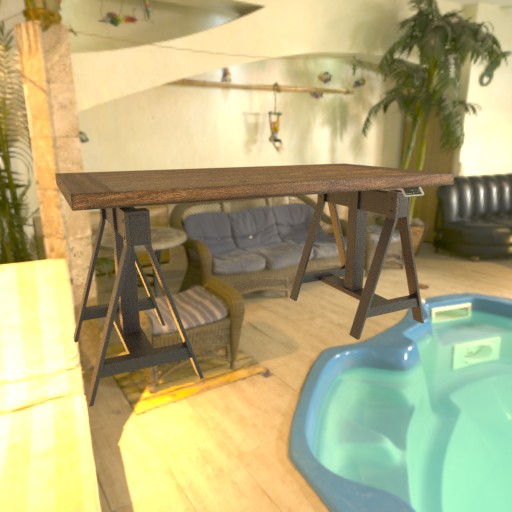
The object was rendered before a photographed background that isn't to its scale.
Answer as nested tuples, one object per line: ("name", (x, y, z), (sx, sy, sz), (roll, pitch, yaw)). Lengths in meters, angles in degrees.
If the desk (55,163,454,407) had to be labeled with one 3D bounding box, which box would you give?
("desk", (0.000, 0.000, 1.978), (1.543, 0.725, 0.784), (-8, 17, -26))
